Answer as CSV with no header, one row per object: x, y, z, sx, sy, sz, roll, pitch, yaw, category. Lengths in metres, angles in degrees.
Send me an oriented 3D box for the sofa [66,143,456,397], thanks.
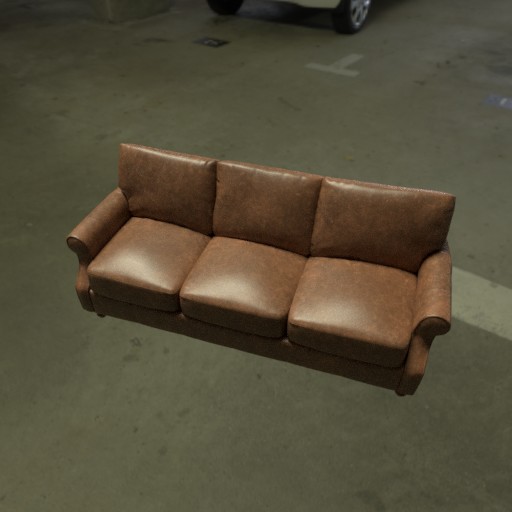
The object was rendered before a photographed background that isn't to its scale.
0.000,0.000,2.858,2.351,0.977,0.973,12,41,14,sofa
